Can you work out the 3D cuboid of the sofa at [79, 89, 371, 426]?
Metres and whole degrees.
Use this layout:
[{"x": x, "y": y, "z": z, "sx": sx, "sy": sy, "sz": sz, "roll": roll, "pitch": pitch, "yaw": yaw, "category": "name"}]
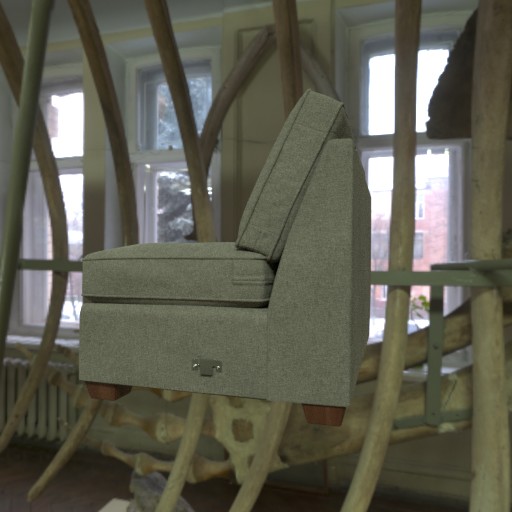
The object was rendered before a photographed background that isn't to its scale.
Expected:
[{"x": 0.000, "y": 0.000, "z": 1.982, "sx": 0.951, "sy": 1.008, "sz": 1.237, "roll": 0, "pitch": 0, "yaw": 17, "category": "sofa"}]
